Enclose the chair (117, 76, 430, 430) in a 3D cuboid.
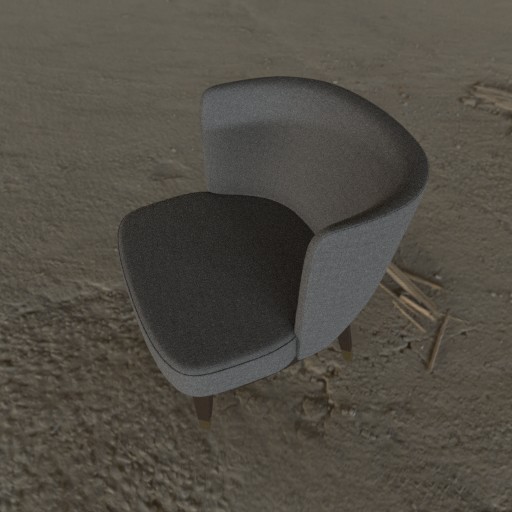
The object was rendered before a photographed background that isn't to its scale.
[{"bbox_3d":[0.000,0.000,1.213,0.698,0.695,0.639,-18,49,-17],"label":"chair"}]
